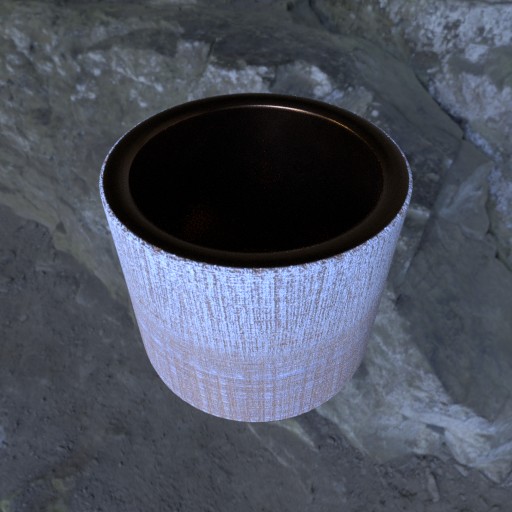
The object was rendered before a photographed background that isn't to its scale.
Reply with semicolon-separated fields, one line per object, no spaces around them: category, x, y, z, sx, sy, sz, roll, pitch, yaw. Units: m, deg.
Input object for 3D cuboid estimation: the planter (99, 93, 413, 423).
planter;0.000;0.000;0.188;0.109;0.096;0.109;0;45;0
